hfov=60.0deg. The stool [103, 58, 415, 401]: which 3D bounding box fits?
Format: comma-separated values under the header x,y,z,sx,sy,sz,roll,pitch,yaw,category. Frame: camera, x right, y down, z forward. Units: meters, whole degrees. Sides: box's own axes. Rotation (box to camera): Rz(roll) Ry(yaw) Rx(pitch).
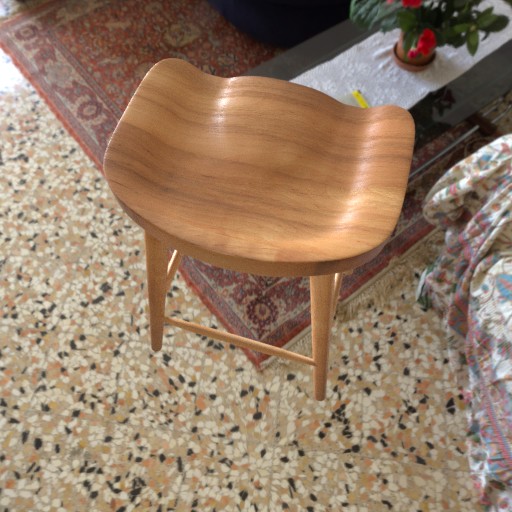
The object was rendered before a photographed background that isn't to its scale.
x,y,z,sx,sy,sz,roll,pitch,yaw,category
0.000,0.000,0.866,0.440,0.615,0.361,15,65,7,stool
